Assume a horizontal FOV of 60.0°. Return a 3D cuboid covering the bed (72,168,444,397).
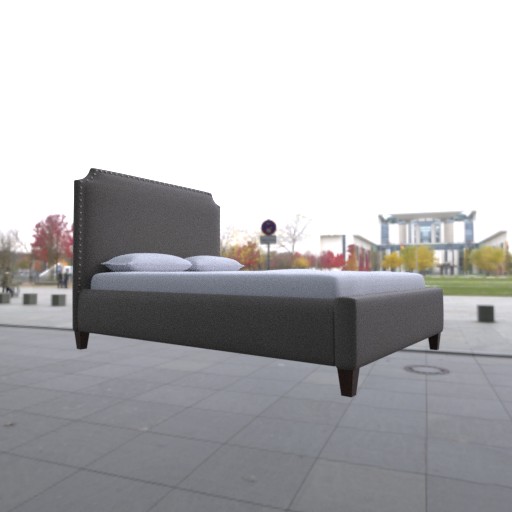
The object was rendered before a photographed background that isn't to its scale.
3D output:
[{"bbox_3d":[0.000,0.000,3.458,2.372,1.443,1.712,-2,-3,36],"label":"bed"}]
